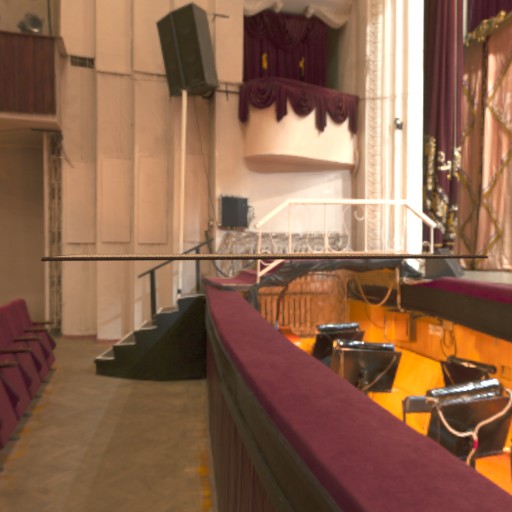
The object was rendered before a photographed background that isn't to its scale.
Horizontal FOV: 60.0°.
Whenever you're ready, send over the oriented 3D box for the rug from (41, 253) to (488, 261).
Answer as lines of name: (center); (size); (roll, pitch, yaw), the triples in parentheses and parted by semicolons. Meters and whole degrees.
rug: (0.000, 0.000, 2.080); (1.676, 0.013, 1.067); (0, 1, -17)
